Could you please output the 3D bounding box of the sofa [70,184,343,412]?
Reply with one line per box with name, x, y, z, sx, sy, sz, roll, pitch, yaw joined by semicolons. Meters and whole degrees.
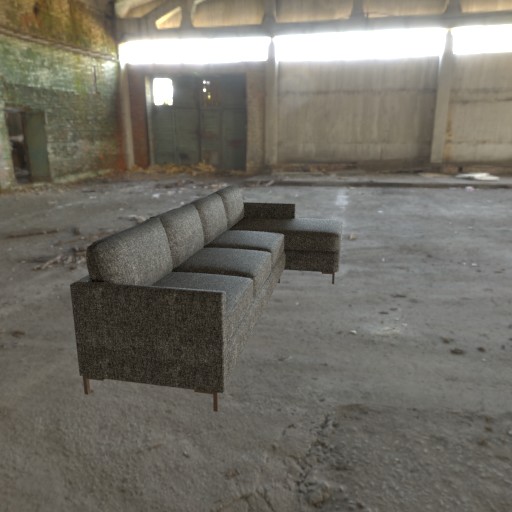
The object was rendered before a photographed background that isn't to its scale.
sofa;0.000;0.000;4.061;1.488;0.970;3.384;3;16;12
